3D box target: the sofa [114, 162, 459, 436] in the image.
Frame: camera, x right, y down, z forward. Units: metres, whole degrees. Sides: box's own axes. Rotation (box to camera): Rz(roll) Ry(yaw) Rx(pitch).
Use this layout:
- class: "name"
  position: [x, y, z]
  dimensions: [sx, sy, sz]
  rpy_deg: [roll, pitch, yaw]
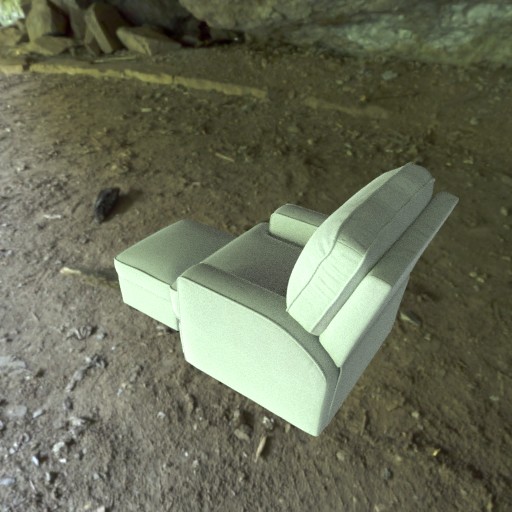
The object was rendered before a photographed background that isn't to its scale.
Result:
- class: "sofa"
  position: [0.000, 0.000, 2.069]
  dimensions: [1.472, 0.959, 0.861]
  rpy_deg: [21, 38, 29]
